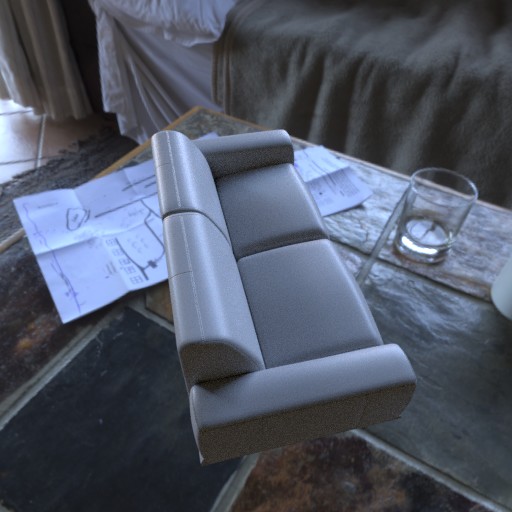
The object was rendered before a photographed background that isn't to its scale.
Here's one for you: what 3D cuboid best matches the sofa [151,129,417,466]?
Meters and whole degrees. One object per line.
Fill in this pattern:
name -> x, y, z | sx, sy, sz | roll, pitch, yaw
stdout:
sofa -> 0.000, 0.000, 2.361 | 0.900, 0.772, 1.901 | -10, 47, -9
